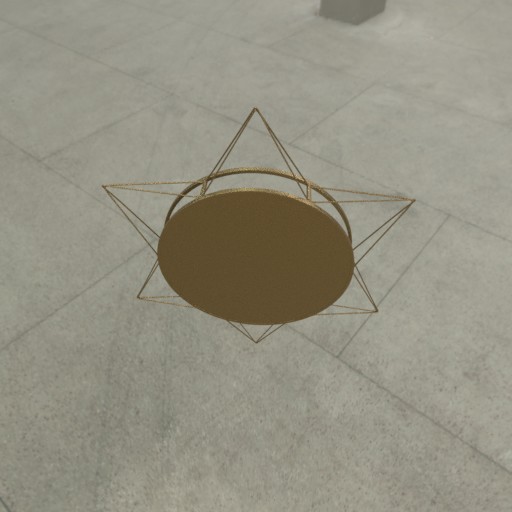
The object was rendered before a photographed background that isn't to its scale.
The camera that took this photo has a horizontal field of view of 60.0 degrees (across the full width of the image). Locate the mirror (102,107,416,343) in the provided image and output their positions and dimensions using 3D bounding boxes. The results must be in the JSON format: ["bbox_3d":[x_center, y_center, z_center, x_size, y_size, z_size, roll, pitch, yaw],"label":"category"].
[{"bbox_3d":[0.000,0.000,0.806,0.498,0.581,0.062,3,47,3],"label":"mirror"}]
